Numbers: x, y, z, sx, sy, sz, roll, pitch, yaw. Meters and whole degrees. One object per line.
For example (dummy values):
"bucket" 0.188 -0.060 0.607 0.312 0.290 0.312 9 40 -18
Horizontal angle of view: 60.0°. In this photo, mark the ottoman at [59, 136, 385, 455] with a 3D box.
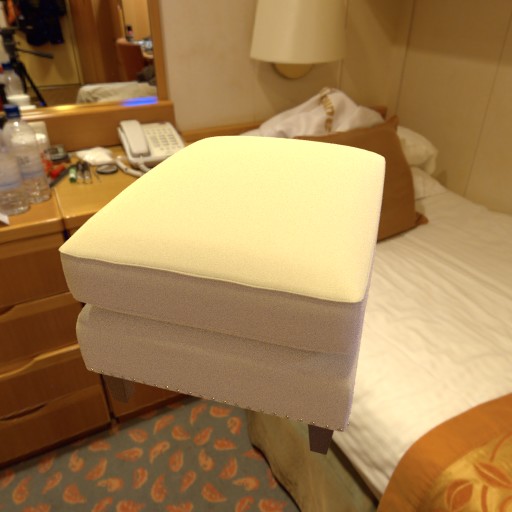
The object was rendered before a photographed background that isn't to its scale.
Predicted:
"ottoman" 0.000 0.000 1.147 0.584 0.513 0.741 9 32 14
